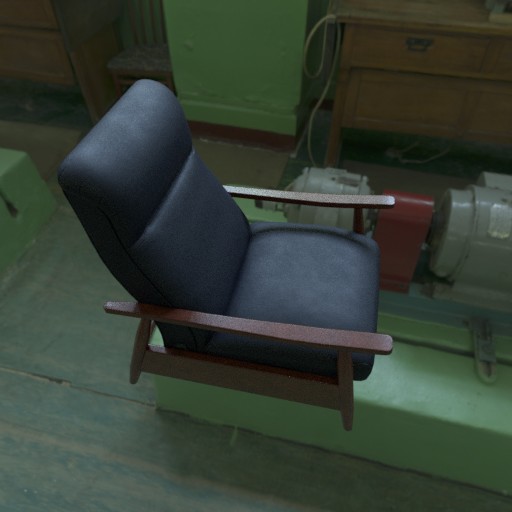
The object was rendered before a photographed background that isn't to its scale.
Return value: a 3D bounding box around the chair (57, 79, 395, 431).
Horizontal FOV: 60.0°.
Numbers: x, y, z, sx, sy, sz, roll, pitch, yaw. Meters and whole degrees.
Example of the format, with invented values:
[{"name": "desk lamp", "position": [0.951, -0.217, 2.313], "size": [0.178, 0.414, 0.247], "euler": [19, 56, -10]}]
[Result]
[{"name": "chair", "position": [0.000, 0.000, 1.719], "size": [1.014, 1.082, 0.762], "euler": [9, 47, 9]}]
